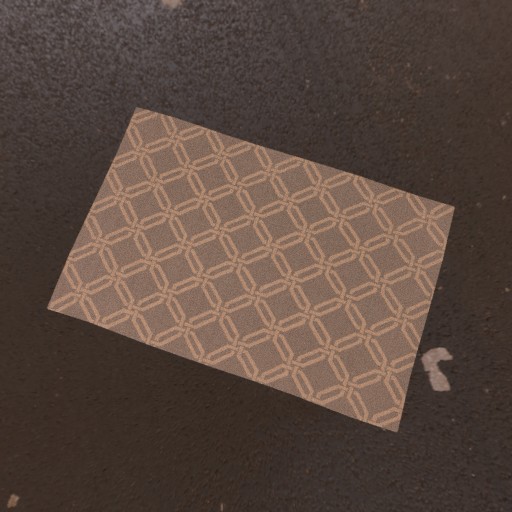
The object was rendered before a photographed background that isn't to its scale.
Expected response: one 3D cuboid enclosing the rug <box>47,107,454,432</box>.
[{"bbox_3d":[0.000,0.000,2.190,1.754,0.010,1.148,18,78,4],"label":"rug"}]
